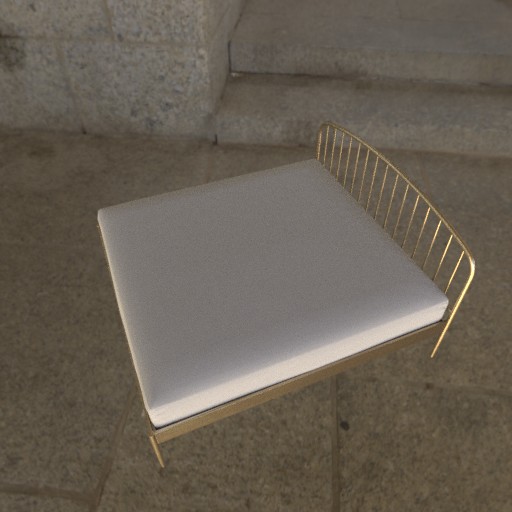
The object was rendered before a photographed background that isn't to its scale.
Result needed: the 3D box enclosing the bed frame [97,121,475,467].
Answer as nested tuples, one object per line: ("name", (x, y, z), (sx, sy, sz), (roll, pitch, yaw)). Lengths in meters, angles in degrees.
("bed frame", (0.000, 0.000, 3.380), (2.152, 1.174, 2.016), (-16, 47, -16))
